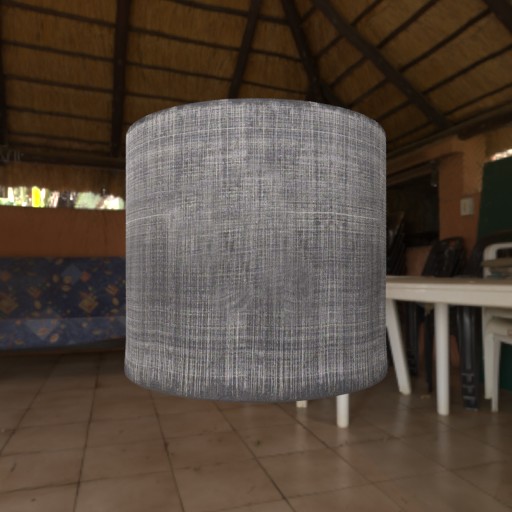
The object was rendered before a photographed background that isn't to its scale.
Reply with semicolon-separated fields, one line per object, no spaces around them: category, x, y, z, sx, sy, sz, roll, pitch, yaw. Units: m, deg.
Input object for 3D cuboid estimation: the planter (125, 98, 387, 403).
planter;0.000;0.000;0.314;0.178;0.157;0.178;0;-2;0
